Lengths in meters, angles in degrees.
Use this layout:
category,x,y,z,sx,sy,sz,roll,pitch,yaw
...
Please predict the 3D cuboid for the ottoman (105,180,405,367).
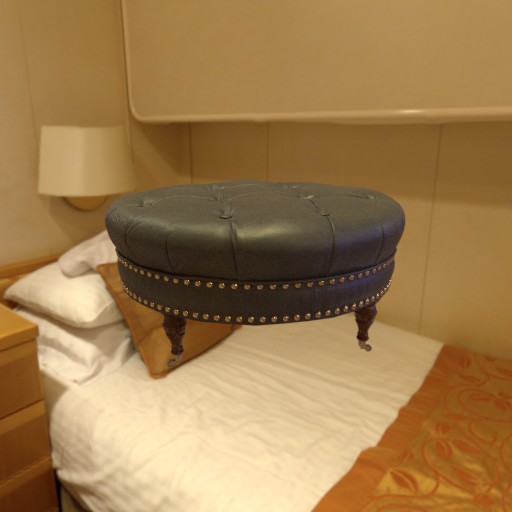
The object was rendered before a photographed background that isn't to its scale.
category,x,y,z,sx,sy,sz,roll,pitch,yaw
ottoman,0.000,0.000,1.431,0.901,0.439,0.901,0,16,0
